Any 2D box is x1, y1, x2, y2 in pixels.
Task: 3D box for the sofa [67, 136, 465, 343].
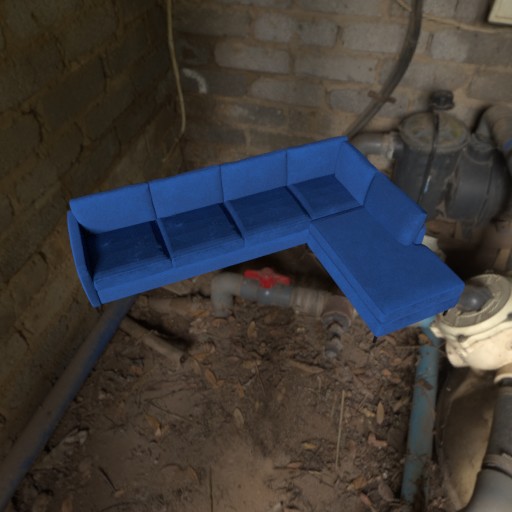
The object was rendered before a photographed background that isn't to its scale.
[{"bbox_3d":[0.000,0.000,3.288,2.486,0.687,1.707,-17,48,-16],"label":"sofa"}]
